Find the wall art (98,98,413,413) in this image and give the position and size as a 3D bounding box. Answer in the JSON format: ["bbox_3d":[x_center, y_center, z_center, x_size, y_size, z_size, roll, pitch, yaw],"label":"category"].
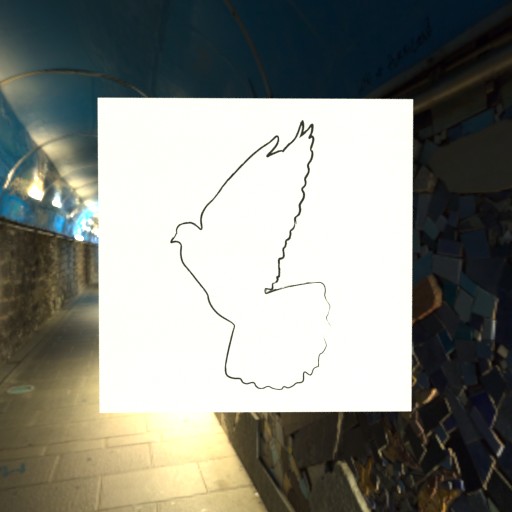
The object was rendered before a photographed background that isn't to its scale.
[{"bbox_3d":[0.000,0.000,0.880,0.610,0.610,0.038,0,1,-1],"label":"wall art"}]
